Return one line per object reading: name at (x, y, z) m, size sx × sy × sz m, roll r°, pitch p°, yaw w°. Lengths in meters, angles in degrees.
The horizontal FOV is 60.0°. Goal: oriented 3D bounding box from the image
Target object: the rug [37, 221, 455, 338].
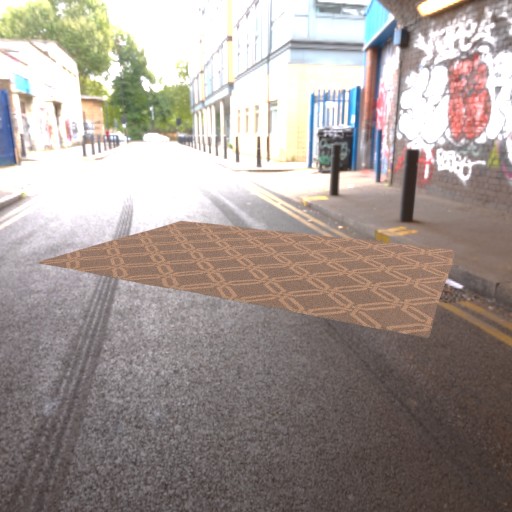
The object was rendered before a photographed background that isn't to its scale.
rug at (0.000, 0.000, 2.193) m, size 1.754 × 0.010 × 1.148 m, roll 8°, pitch 17°, yaw 26°
